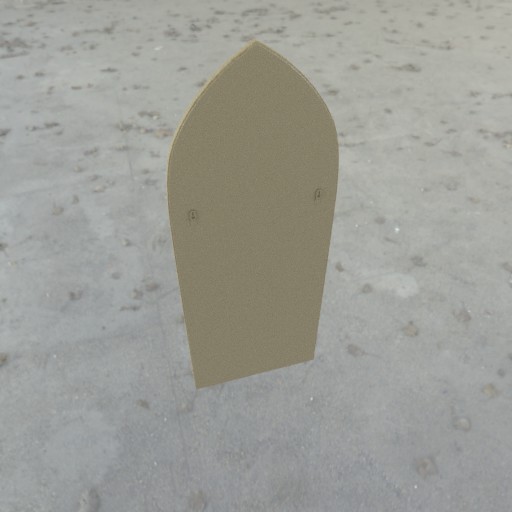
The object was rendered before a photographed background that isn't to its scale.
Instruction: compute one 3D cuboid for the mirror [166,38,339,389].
[{"bbox_3d":[0.000,0.000,1.293,0.464,1.175,0.025,-11,42,-12],"label":"mirror"}]
